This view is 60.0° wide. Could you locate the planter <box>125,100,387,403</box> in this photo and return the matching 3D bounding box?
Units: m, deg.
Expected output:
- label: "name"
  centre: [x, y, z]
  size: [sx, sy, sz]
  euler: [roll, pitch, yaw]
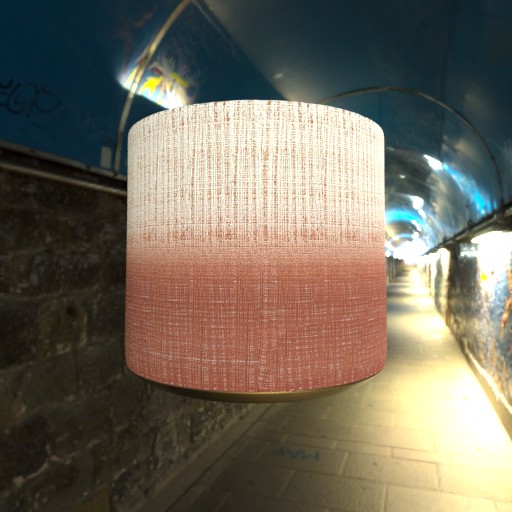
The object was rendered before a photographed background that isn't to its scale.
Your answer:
- label: "planter"
  centre: [0.000, 0.000, 0.390]
  size: [0.221, 0.201, 0.221]
  euler: [0, 0, 0]
